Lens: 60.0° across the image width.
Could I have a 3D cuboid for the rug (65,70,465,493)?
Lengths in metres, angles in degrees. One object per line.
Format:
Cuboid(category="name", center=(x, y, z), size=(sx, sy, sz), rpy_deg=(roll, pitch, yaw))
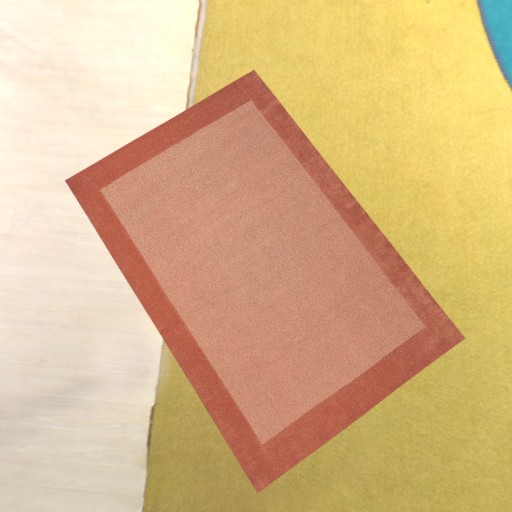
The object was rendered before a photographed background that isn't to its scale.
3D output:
Cuboid(category="rug", center=(0.000, 0.000, 2.258), size=(1.219, 0.014, 1.829), rpy_deg=(-33, 78, -8))
